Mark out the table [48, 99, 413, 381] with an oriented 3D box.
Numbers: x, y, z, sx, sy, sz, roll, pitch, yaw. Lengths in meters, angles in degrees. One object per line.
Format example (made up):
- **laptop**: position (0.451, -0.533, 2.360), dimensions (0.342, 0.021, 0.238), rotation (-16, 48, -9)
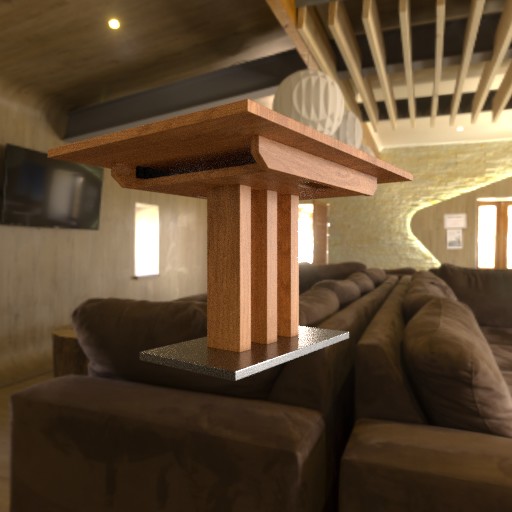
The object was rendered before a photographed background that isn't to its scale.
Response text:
- **table**: position (0.000, 0.000, 1.852), dimensions (0.900, 0.770, 1.300), rotation (0, 1, 36)
